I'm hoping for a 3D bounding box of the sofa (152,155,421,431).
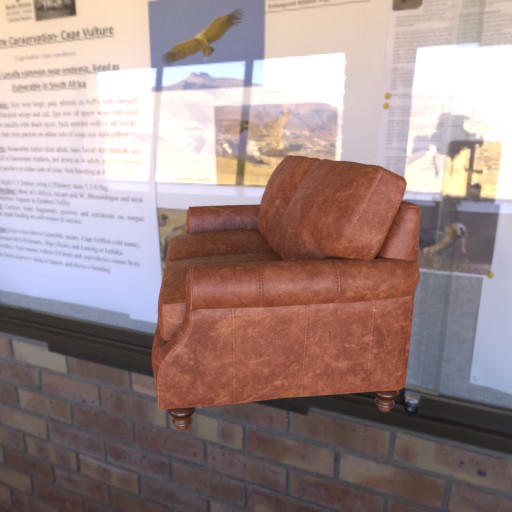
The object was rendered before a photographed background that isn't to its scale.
[{"bbox_3d":[0.000,0.000,2.249,0.990,0.967,1.616,-2,14,-8],"label":"sofa"}]
